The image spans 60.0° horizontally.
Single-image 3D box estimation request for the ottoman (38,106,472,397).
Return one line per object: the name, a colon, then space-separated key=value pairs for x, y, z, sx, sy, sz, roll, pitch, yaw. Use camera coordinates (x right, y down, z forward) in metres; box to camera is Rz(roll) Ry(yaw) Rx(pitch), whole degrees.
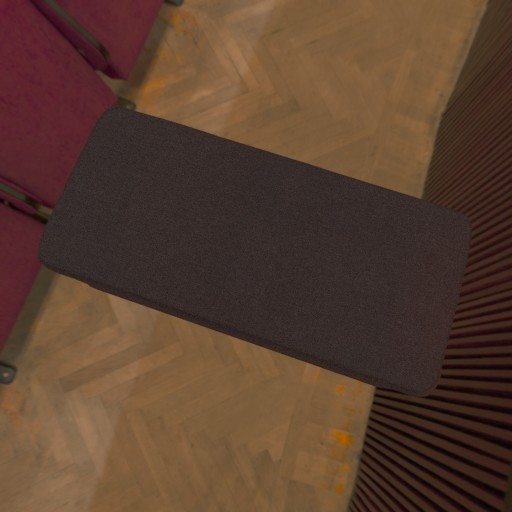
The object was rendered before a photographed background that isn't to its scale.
ottoman: x=0.000 y=0.000 z=1.380 sx=1.110 sy=0.460 sz=0.515 roll=18 pitch=77 yaw=5
